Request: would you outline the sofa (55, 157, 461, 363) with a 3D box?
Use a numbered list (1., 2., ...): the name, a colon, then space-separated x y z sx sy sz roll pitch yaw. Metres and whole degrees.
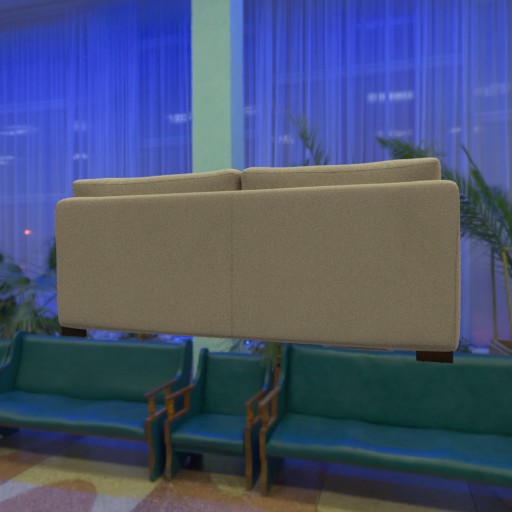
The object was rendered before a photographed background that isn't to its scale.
1. sofa: 0.000 0.000 2.640 2.147 0.925 0.929 0 0 18
